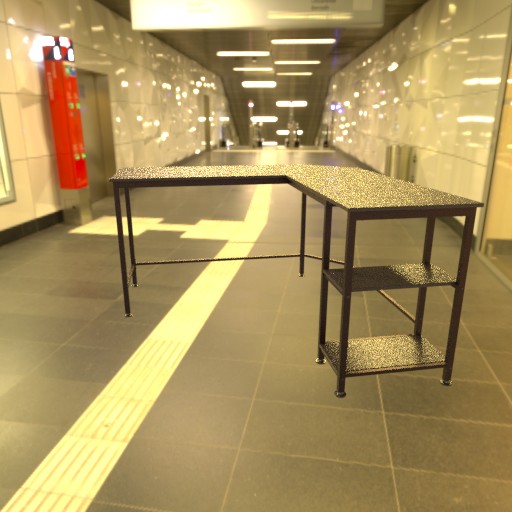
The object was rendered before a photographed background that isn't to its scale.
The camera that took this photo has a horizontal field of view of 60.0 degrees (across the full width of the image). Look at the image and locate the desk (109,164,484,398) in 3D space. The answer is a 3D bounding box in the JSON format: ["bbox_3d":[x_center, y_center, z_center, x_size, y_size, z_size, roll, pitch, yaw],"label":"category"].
[{"bbox_3d":[0.000,0.000,2.194,1.379,0.739,1.379,-3,18,-9],"label":"desk"}]
